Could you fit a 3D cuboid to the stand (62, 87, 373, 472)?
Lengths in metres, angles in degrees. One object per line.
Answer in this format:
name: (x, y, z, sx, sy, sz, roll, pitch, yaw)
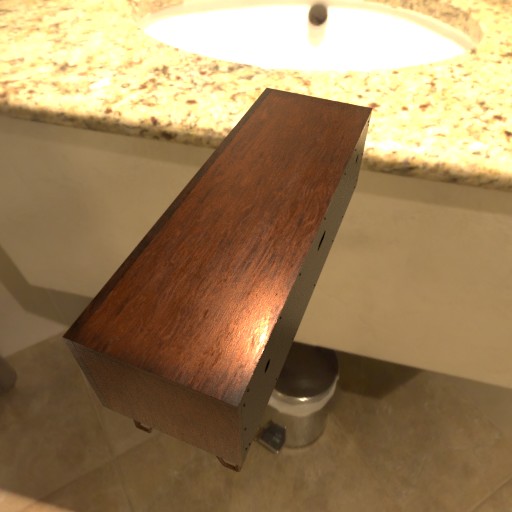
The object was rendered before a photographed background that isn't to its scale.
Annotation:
stand: (0.000, 0.000, 1.676, 0.481, 0.610, 1.372, 17, 50, 15)
